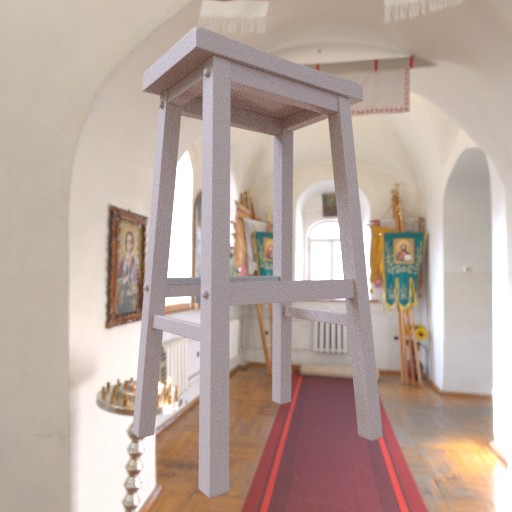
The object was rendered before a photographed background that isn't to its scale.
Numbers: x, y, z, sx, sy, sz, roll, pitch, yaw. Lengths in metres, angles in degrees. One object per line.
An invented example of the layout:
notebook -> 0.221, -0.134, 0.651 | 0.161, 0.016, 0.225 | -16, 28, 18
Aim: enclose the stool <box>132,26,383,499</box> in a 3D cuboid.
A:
stool -> 0.000, 0.000, 0.922 | 0.406, 0.742, 0.322 | 1, -1, -36
